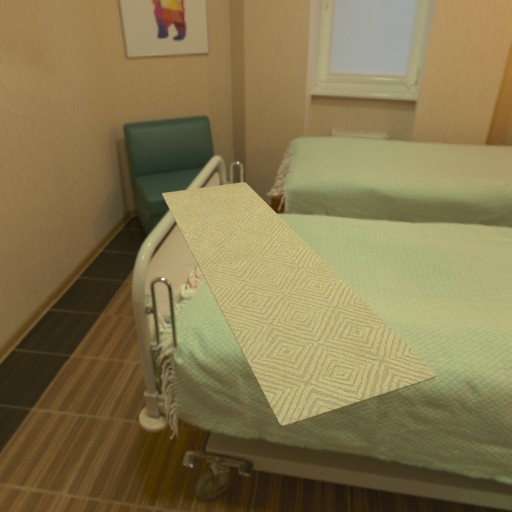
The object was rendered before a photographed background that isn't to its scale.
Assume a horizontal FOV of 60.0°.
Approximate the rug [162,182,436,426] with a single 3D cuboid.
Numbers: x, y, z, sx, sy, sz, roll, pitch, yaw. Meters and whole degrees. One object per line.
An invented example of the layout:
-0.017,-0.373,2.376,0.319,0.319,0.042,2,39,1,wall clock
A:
0.000,0.000,2.569,0.676,0.008,2.277,-11,32,-18,rug
